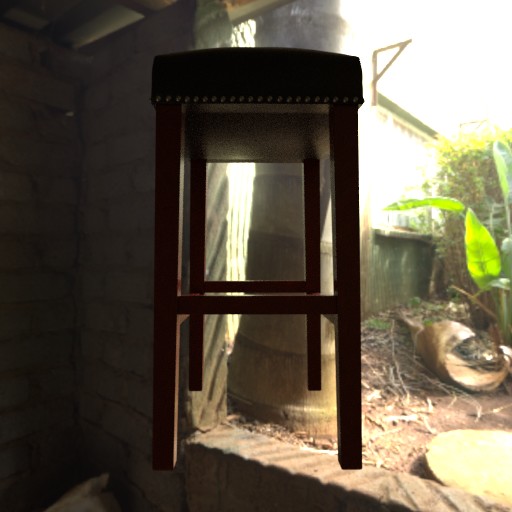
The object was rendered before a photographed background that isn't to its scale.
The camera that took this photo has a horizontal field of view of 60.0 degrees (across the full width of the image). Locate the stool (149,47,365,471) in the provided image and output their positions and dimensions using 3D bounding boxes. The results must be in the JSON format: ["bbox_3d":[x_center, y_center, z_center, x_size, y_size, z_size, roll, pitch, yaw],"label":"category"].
[{"bbox_3d":[0.000,0.000,1.003,0.372,0.742,0.504,0,0,-1],"label":"stool"}]
